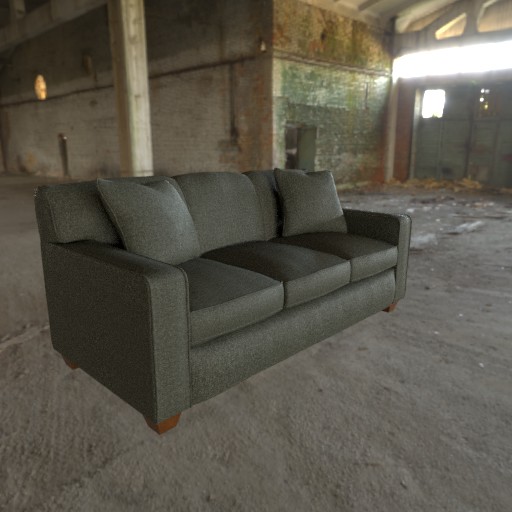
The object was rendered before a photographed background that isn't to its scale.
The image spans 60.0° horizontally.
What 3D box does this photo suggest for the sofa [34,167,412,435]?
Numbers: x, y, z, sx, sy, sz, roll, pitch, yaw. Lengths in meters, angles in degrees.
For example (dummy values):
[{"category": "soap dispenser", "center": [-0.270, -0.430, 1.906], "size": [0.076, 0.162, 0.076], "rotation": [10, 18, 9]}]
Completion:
[{"category": "sofa", "center": [0.000, 0.000, 2.549], "size": [0.997, 0.958, 2.024], "rotation": [13, 19, 42]}]
